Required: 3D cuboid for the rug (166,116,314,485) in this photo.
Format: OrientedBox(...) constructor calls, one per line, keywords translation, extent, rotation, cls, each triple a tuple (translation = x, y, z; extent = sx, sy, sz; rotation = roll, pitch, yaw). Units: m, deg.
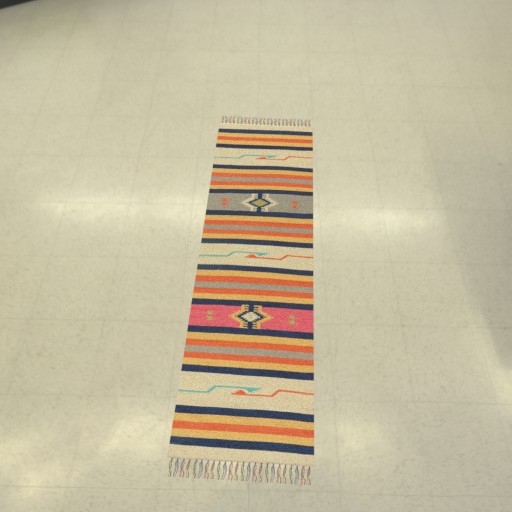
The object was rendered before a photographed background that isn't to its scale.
OrientedBox(translation=(0.000, 0.000, 2.692), extent=(0.695, 0.017, 2.455), rotation=(3, 58, 2), cls="rug")
